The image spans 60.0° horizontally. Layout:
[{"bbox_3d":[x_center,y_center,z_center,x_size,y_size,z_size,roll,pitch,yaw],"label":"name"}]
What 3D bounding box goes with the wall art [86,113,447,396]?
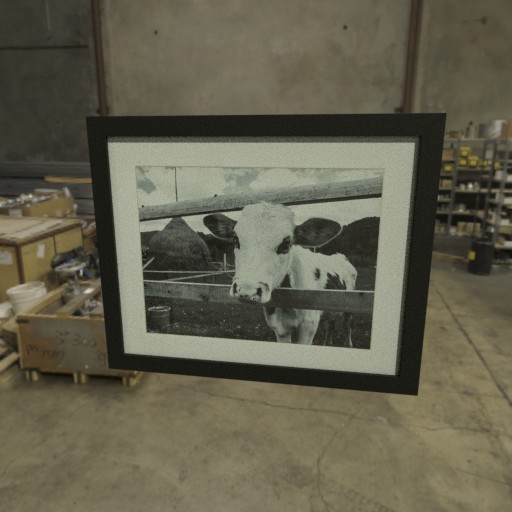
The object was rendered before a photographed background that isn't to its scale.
[{"bbox_3d":[0.000,0.000,0.543,0.404,0.329,0.024,2,15,9],"label":"wall art"}]
